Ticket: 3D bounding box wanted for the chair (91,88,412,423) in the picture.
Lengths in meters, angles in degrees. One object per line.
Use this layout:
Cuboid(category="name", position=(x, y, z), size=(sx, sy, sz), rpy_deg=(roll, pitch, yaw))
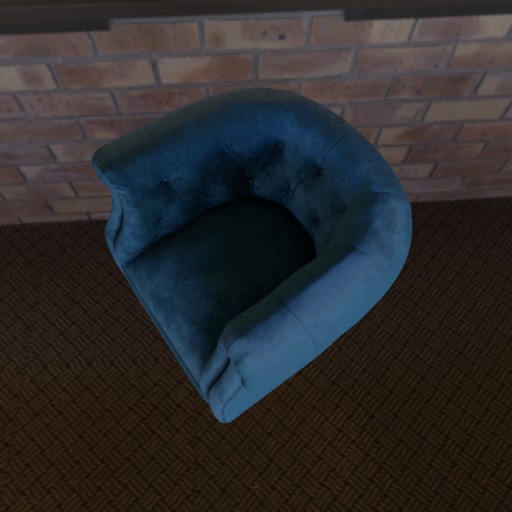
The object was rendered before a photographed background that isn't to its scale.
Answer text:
Cuboid(category="chair", position=(0.000, 0.000, 1.605), size=(0.851, 0.826, 0.904), rpy_deg=(-33, 67, -16))
